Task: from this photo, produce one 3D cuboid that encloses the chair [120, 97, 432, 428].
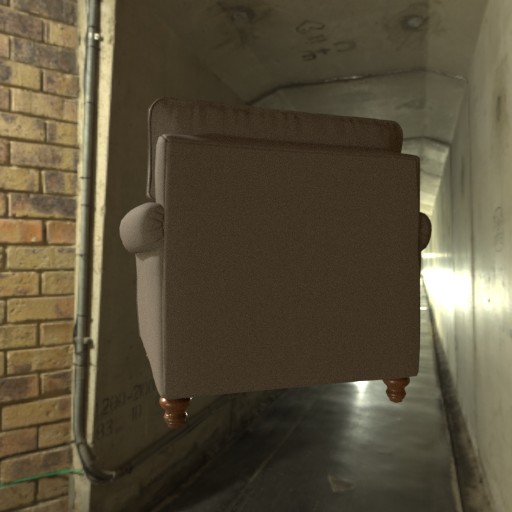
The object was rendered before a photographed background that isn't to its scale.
[{"bbox_3d":[0.000,0.000,1.746,1.029,0.967,0.966,0,0,-17],"label":"chair"}]
